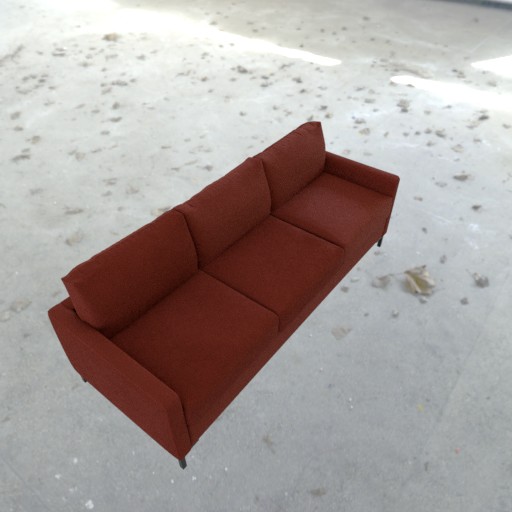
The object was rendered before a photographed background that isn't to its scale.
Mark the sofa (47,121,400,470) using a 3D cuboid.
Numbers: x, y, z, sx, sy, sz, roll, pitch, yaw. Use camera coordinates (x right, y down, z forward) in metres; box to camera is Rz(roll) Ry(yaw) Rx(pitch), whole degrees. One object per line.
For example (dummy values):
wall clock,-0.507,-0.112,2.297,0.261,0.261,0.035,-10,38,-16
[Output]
sofa,0.000,0.000,2.728,0.875,0.879,2.252,27,48,27
